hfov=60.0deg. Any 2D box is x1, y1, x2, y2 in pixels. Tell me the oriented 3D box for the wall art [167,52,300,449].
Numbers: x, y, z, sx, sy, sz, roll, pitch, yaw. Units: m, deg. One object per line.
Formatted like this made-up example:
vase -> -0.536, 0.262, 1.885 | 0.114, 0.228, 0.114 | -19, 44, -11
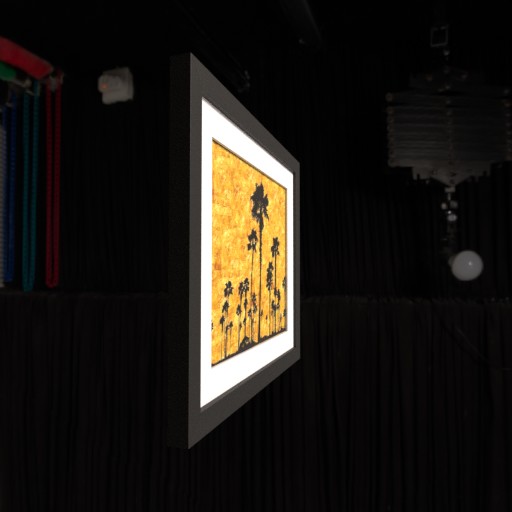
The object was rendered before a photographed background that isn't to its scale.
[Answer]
wall art -> 0.000, 0.000, 0.782 | 0.028, 0.460, 0.561 | -1, -2, 19
